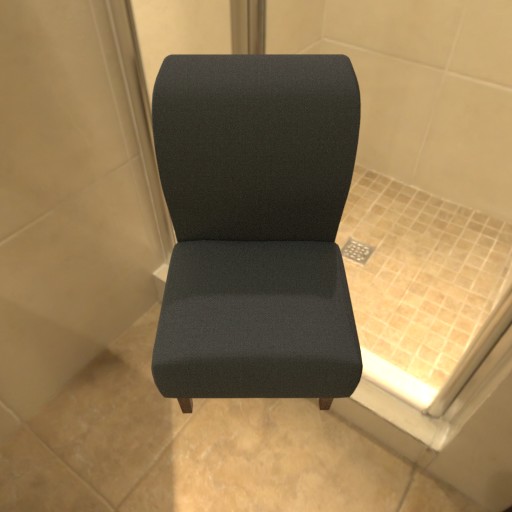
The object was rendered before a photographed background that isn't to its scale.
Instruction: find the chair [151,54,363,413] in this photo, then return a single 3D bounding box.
[{"bbox_3d":[0.000,0.000,1.155,0.513,0.804,0.592,-1,47,-1],"label":"chair"}]
